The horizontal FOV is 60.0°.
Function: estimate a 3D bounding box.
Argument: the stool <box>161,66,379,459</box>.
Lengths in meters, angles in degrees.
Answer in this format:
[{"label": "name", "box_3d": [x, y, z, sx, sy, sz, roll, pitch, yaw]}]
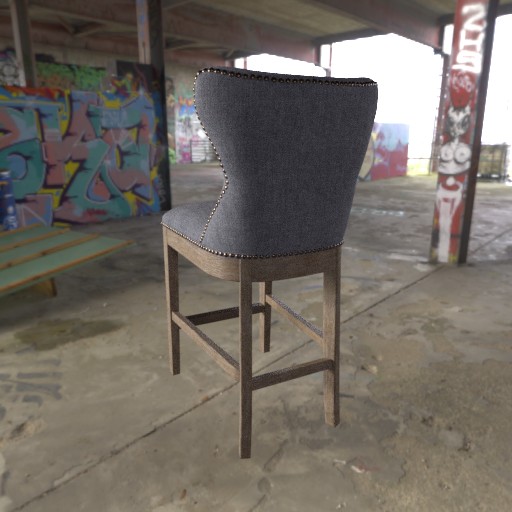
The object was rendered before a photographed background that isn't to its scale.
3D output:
[{"label": "stool", "box_3d": [0.000, 0.000, 1.331, 0.498, 0.981, 0.608, -8, 17, -26]}]
